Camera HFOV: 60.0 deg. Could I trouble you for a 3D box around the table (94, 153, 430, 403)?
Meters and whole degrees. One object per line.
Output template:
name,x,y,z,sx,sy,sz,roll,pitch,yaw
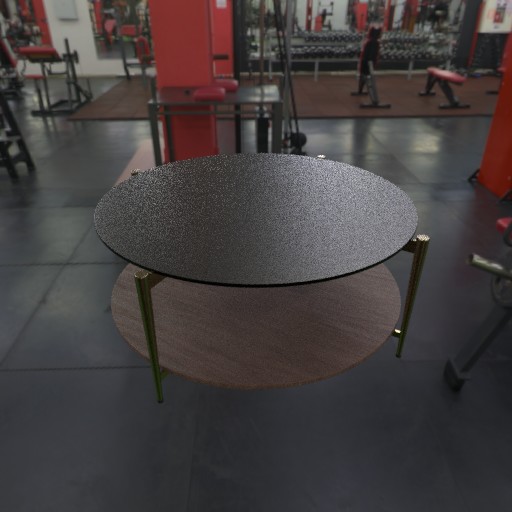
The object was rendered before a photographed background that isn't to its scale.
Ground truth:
table,0.000,0.000,1.443,0.938,0.400,0.938,0,30,1
